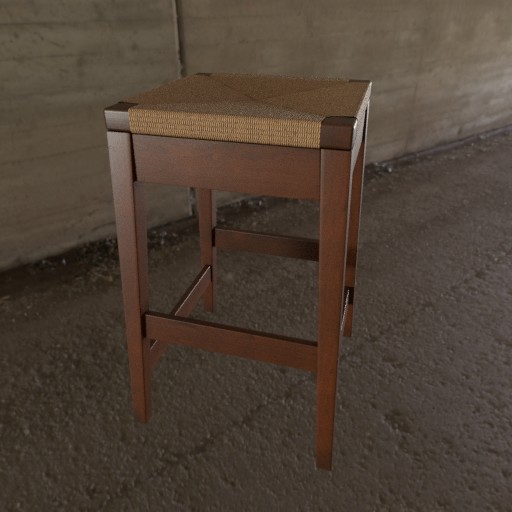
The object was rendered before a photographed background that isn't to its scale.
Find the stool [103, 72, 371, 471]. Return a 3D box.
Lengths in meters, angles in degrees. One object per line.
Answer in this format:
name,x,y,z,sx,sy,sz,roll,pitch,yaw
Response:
stool,0.000,0.000,1.077,0.497,0.762,0.507,8,31,14
